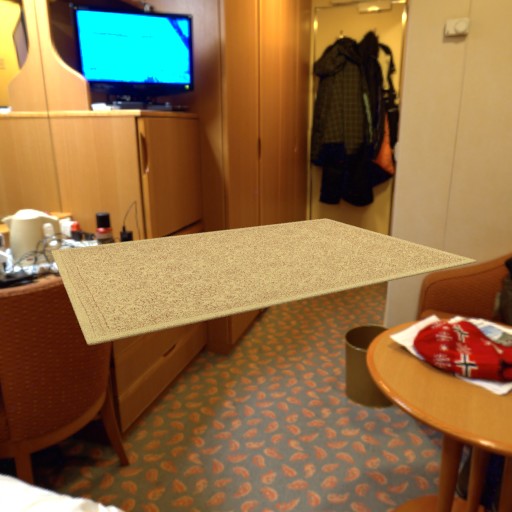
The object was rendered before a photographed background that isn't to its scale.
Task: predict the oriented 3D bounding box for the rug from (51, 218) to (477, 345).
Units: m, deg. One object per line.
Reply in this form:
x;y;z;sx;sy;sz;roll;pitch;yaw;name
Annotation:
0.000;0.000;2.277;1.829;0.010;1.219;-9;18;-28;rug
